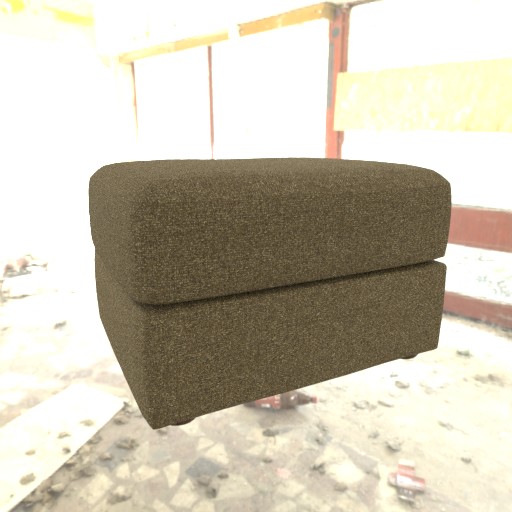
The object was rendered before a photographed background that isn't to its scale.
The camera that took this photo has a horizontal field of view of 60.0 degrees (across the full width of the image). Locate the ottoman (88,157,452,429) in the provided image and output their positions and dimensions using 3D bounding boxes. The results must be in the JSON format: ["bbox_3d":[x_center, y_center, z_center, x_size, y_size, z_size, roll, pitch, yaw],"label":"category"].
[{"bbox_3d":[0.000,0.000,1.117,0.742,0.476,0.598,-7,16,-26],"label":"ottoman"}]
